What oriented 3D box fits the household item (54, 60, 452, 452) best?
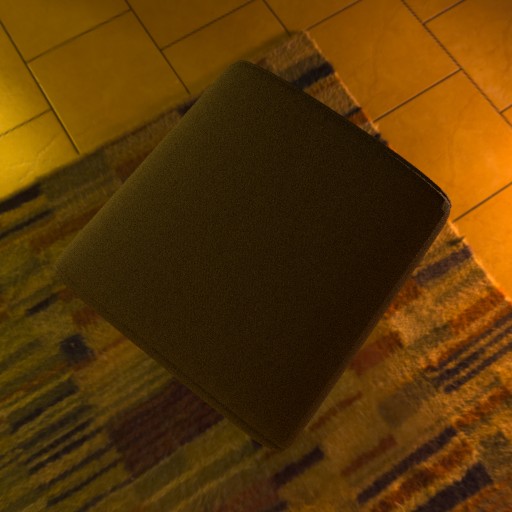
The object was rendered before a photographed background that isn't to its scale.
[{"bbox_3d":[0.000,0.000,0.890,0.530,0.410,0.530,36,79,8],"label":"household item"}]
